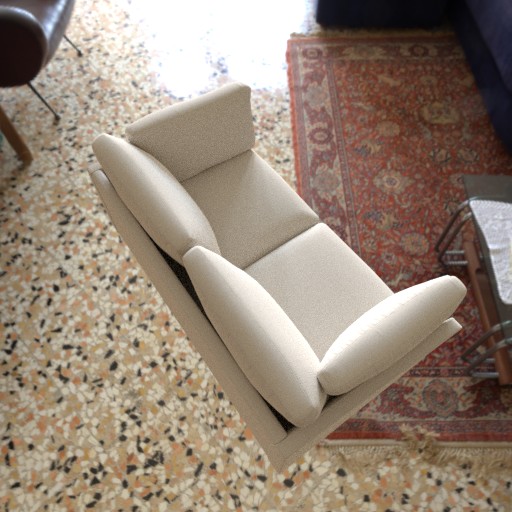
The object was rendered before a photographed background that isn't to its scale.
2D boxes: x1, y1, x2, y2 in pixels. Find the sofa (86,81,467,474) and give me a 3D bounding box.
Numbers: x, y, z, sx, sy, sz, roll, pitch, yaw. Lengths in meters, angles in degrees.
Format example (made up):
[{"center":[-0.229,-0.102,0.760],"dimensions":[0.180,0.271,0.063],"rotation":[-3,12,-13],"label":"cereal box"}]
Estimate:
[{"center":[0.000,0.000,2.272],"dimensions":[0.970,0.836,1.776],"rotation":[-31,63,-18],"label":"sofa"}]
